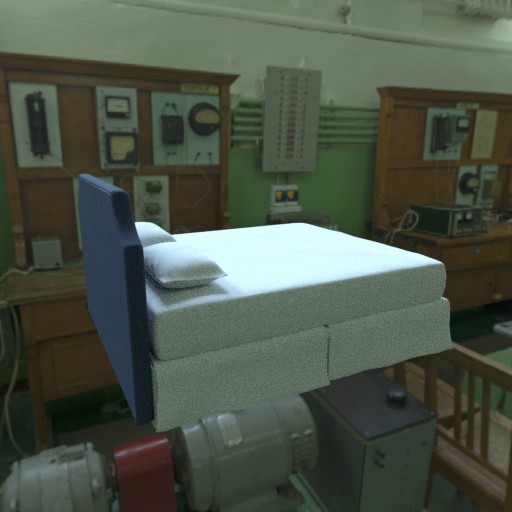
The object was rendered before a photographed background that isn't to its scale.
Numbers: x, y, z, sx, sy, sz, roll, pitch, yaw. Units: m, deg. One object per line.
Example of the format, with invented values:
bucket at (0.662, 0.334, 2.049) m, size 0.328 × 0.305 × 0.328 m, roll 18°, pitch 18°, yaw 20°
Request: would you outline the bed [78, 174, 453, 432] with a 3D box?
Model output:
bed at (0.000, 0.000, 4.101) m, size 2.773 × 1.488 × 2.350 m, roll -7°, pitch 16°, yaw -27°
